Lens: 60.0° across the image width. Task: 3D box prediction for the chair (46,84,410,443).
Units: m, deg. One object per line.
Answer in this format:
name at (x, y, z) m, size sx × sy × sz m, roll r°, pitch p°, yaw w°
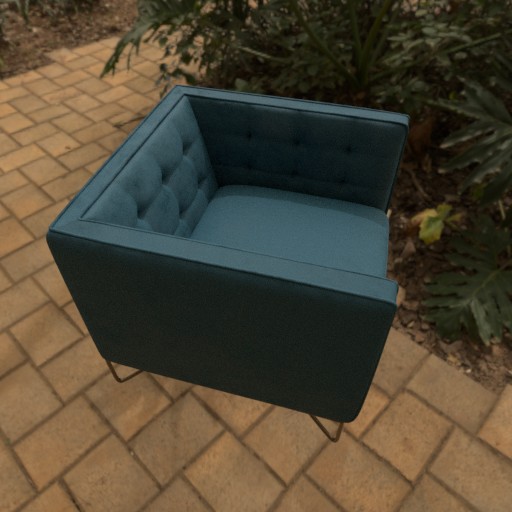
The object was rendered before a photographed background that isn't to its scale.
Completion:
chair at (0.000, 0.000, 1.577) m, size 0.894 × 0.790 × 0.880 m, roll 11°, pitch 47°, yaw 11°
